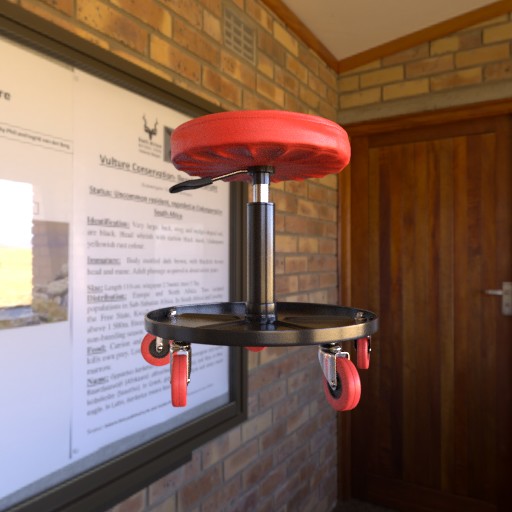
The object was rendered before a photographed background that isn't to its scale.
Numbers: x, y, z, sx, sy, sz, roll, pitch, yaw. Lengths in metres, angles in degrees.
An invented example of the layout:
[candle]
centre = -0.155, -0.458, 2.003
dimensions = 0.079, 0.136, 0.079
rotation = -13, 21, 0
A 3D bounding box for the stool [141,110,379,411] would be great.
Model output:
[stool]
centre = 0.000, 0.000, 0.685
dimensions = 0.382, 0.365, 0.381
rotation = 0, 0, 0
